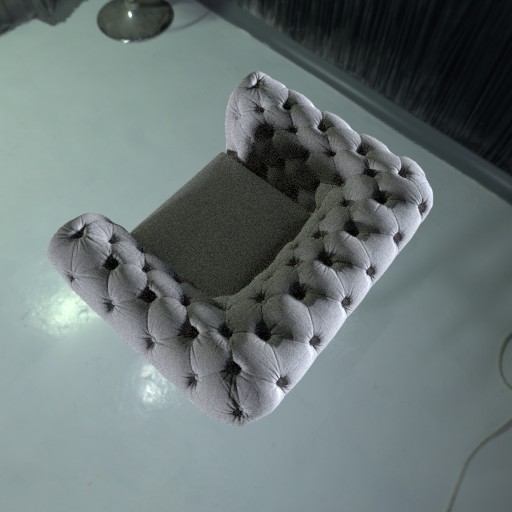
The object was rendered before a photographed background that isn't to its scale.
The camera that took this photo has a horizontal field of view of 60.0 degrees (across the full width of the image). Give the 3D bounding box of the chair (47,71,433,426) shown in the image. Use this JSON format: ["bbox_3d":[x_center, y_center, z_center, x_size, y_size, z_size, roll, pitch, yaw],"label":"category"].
[{"bbox_3d":[0.000,0.000,1.940,0.976,0.770,1.270,37,68,17],"label":"chair"}]
